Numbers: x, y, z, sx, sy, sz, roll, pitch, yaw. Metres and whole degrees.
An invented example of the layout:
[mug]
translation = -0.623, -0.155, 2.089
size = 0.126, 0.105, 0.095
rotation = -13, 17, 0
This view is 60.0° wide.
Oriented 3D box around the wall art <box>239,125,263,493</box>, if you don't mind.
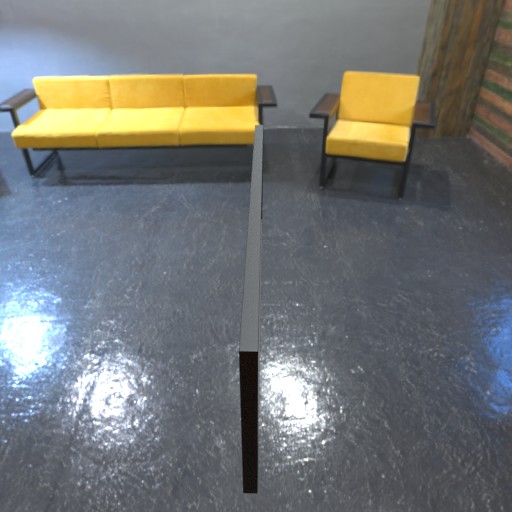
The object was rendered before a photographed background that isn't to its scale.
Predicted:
[wall art]
translation = 0.000, 0.000, 1.743
size = 0.041, 0.554, 1.572
rotation = 1, 33, 1
